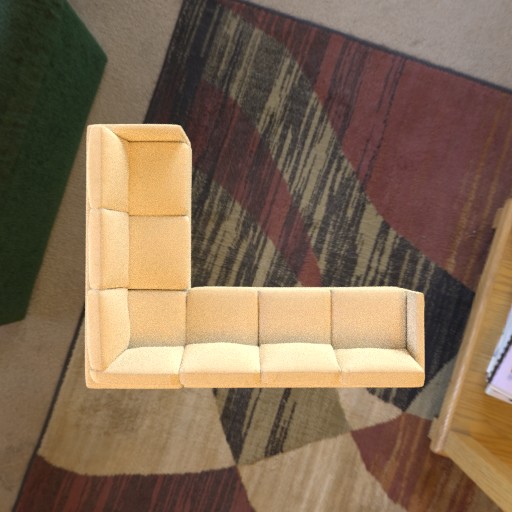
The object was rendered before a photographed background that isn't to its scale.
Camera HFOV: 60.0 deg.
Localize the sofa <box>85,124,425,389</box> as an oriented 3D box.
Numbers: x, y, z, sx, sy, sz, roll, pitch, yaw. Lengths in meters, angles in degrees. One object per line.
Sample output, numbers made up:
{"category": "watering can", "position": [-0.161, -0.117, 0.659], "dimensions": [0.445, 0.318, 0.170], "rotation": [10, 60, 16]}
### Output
{"category": "sofa", "position": [0.000, 0.000, 4.519], "dimensions": [3.302, 0.947, 2.593], "rotation": [0, 89, 0]}
